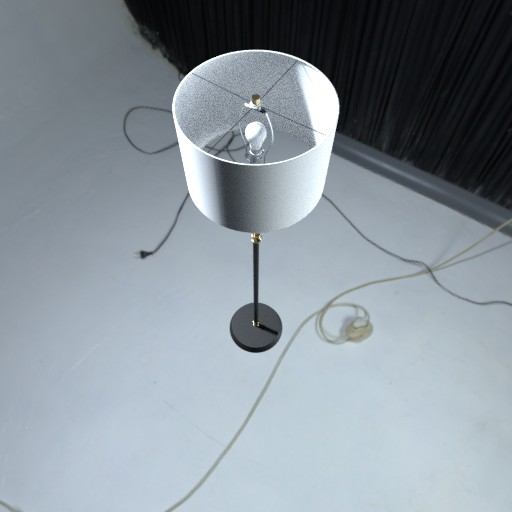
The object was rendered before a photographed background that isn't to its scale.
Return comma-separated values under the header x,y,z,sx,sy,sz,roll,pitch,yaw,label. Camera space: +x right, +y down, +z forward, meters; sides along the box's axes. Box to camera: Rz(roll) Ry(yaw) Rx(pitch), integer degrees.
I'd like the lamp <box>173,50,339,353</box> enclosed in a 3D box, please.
x,y,z,sx,sy,sz,roll,pitch,yaw,label
0.000,0.000,1.719,0.404,1.517,0.404,30,64,16,lamp
